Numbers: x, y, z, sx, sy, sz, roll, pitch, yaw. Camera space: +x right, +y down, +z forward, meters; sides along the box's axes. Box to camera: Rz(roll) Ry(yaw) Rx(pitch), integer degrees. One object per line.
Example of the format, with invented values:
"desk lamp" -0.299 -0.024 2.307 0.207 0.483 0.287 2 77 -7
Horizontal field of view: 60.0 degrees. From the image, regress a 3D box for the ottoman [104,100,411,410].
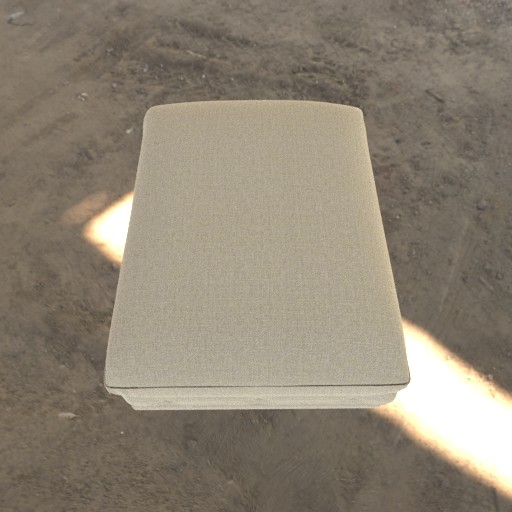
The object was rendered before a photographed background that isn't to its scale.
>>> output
"ottoman" 0.000 0.000 1.025 0.541 0.463 0.684 0 59 0
